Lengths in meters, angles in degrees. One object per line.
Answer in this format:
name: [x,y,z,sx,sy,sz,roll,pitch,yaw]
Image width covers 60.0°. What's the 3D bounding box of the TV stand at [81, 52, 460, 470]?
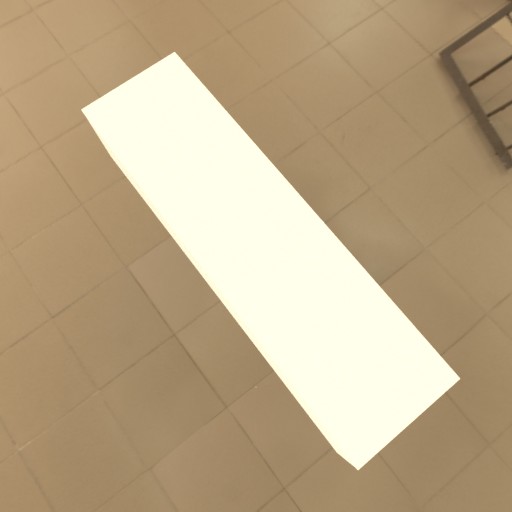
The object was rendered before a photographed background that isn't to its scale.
TV stand: [0.000,0.000,1.634,0.401,0.560,1.398,-37,77,-10]
